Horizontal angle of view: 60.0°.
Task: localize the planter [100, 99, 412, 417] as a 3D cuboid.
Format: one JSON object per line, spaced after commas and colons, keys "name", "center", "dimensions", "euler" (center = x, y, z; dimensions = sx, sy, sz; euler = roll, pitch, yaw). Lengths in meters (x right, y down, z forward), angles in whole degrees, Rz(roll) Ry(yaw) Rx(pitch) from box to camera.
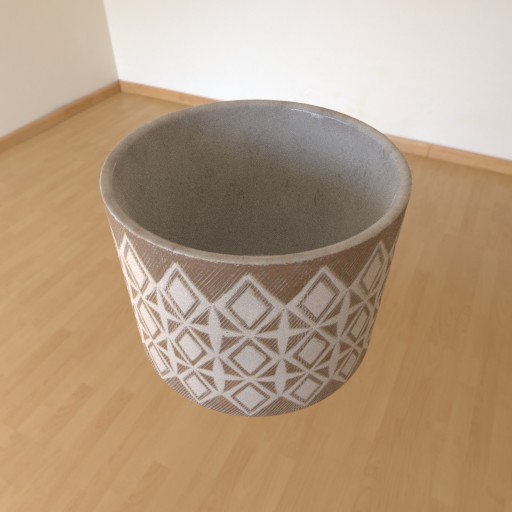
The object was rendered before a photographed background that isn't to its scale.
{"name": "planter", "center": [0.000, 0.000, 0.337], "dimensions": [0.193, 0.165, 0.193], "euler": [0, 42, 0]}
